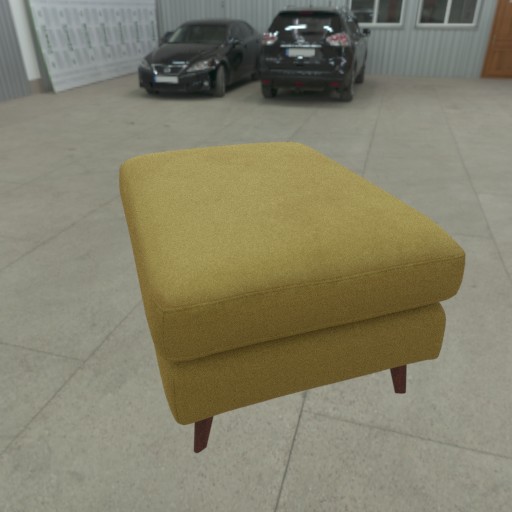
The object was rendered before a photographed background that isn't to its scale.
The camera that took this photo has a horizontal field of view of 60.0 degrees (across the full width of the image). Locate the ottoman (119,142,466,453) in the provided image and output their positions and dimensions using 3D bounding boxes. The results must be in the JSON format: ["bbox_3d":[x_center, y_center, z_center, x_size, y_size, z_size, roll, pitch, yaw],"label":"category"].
[{"bbox_3d":[0.000,0.000,1.142,0.608,0.449,0.811,-9,30,-17],"label":"ottoman"}]
